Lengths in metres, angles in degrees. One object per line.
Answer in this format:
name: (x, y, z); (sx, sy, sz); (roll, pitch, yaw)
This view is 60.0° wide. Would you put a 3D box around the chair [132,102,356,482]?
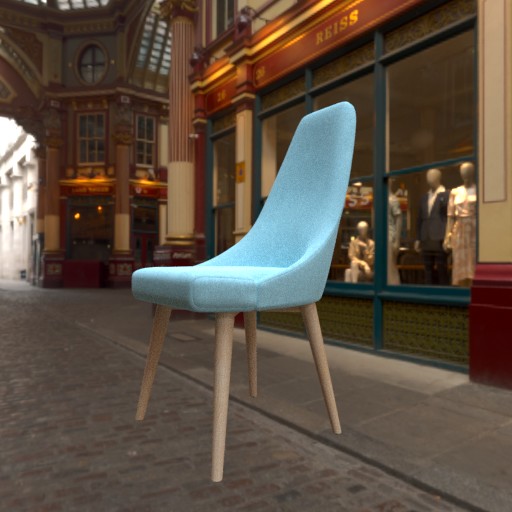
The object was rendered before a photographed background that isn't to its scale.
chair: (0.000, 0.000, 1.377); (0.660, 1.040, 0.510); (0, 0, -36)
